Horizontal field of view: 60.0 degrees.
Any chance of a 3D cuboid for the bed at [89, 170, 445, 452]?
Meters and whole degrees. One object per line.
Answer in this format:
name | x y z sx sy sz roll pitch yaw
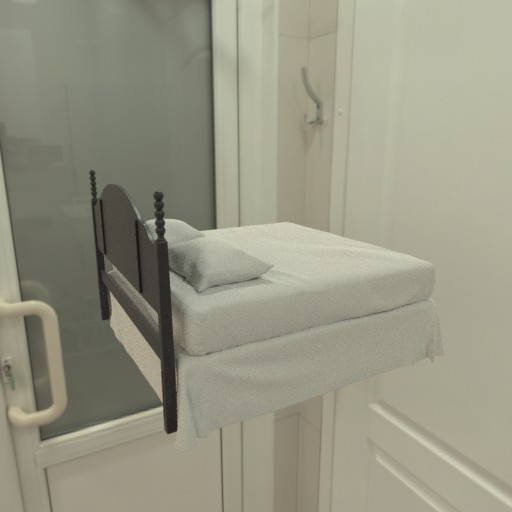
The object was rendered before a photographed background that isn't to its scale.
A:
bed | 0.000 0.000 3.636 2.219 1.355 2.322 -8 17 -28
